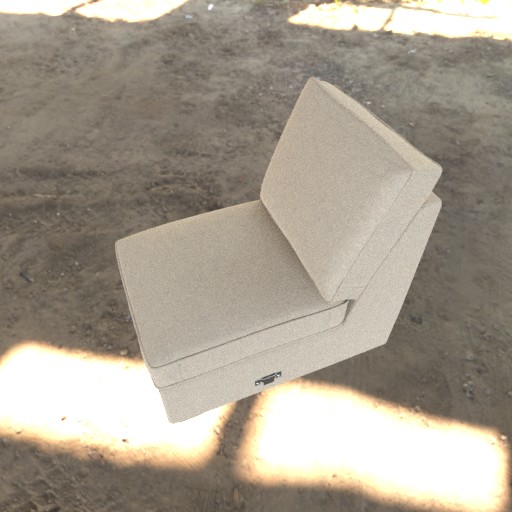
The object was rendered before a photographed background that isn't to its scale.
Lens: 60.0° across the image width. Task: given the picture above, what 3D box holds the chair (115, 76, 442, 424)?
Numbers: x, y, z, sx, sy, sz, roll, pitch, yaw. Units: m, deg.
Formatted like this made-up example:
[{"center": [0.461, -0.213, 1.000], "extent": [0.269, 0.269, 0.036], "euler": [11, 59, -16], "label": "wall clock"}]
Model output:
[{"center": [0.000, 0.000, 1.588], "extent": [0.938, 0.970, 0.621], "euler": [-17, 48, -15], "label": "chair"}]
